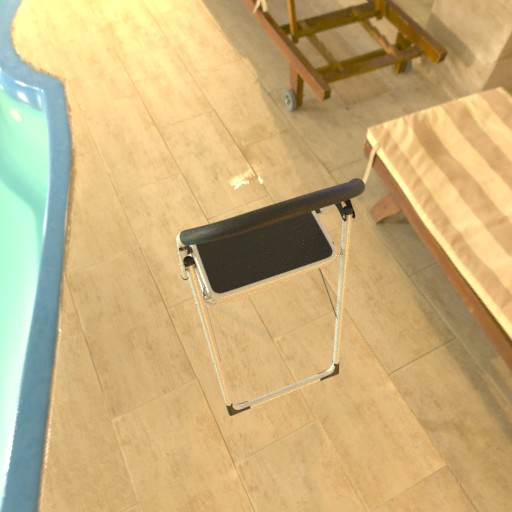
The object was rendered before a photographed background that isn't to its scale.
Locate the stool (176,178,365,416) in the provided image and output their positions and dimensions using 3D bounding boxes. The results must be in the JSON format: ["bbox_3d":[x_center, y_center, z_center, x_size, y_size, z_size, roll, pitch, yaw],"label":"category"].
[{"bbox_3d":[0.000,0.000,1.459,0.485,1.109,0.676,-18,61,-11],"label":"stool"}]
